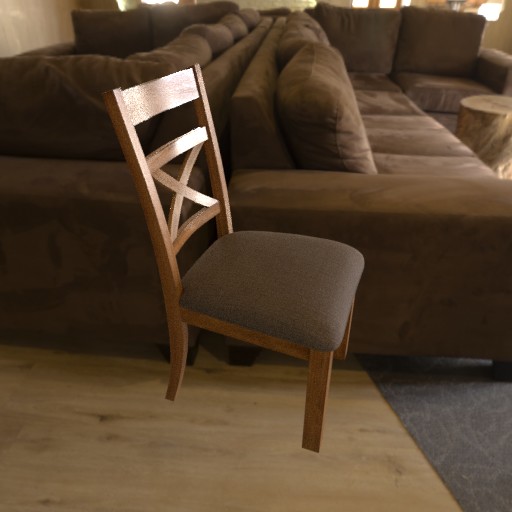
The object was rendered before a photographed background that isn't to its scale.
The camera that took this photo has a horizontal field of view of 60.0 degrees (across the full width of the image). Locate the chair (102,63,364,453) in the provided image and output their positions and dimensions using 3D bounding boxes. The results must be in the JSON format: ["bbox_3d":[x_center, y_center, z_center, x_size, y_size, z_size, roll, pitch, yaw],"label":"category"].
[{"bbox_3d":[0.000,0.000,1.273,0.581,0.949,0.470,11,33,17],"label":"chair"}]
